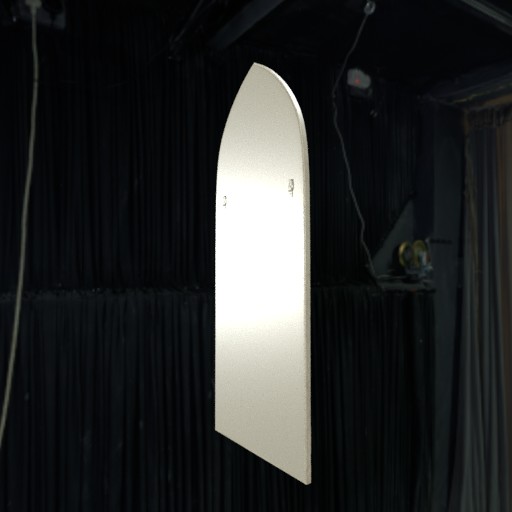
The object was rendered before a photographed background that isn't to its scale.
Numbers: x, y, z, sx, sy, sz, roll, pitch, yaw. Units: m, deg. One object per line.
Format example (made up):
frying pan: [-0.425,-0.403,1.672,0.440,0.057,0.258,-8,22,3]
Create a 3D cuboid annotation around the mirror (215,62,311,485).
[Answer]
mirror: [0.000,0.000,1.336,0.025,1.175,0.464,1,-2,-35]
